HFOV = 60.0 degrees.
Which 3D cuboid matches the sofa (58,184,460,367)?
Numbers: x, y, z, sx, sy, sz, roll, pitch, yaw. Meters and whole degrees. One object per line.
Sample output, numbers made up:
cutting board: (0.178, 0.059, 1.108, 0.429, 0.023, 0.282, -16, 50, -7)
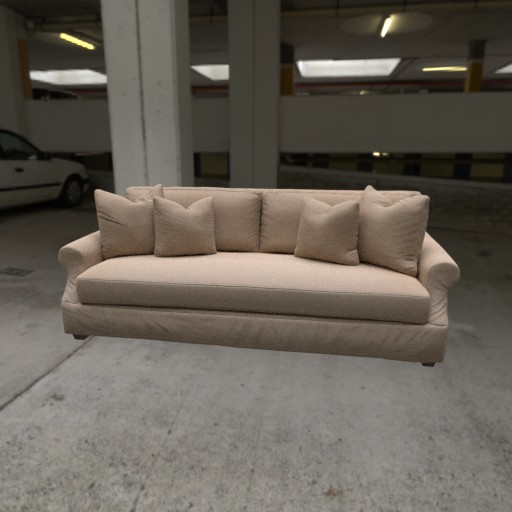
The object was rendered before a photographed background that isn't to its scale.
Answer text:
sofa: (0.000, 0.000, 2.858, 2.285, 0.904, 1.067, 2, 14, 9)
